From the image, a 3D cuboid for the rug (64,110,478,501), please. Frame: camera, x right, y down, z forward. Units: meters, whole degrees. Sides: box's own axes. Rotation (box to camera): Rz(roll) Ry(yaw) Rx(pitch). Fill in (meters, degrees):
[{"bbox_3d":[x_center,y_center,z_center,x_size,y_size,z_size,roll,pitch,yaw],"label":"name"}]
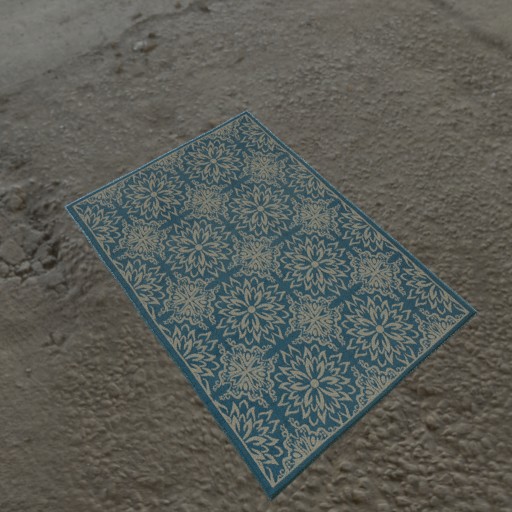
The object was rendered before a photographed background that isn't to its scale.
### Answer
[{"bbox_3d":[0.000,0.000,2.774,1.554,0.012,2.205,-34,64,-19],"label":"rug"}]
